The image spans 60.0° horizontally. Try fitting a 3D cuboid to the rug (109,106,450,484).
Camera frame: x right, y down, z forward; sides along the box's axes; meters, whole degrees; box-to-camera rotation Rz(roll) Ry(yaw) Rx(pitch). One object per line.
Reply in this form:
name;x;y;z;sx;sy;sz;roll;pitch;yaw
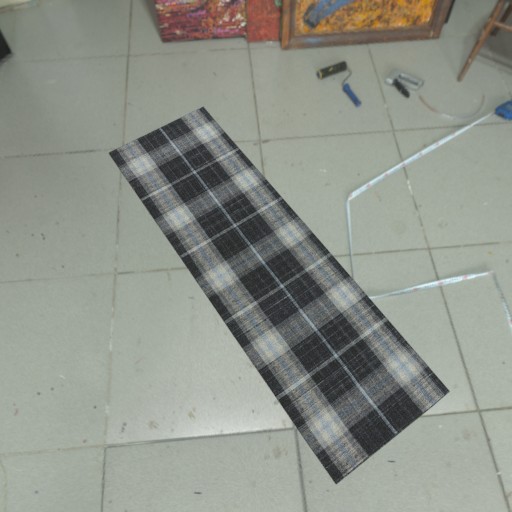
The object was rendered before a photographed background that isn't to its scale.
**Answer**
rug;0.000;0.000;2.646;0.760;0.012;2.434;-31;67;-15
